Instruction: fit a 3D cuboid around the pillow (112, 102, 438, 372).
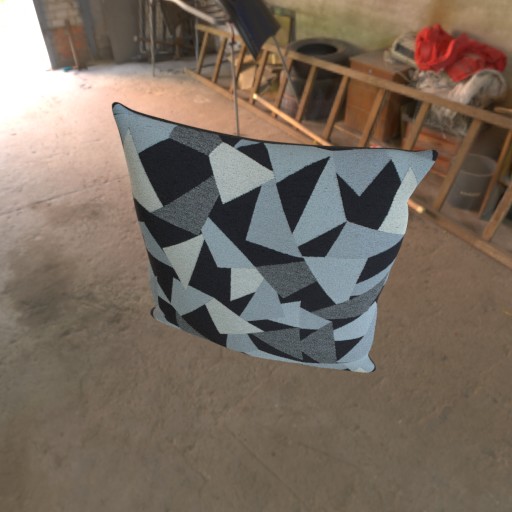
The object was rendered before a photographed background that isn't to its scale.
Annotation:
[{"bbox_3d":[0.000,0.000,0.790,0.503,0.496,0.208,12,42,13],"label":"pillow"}]
